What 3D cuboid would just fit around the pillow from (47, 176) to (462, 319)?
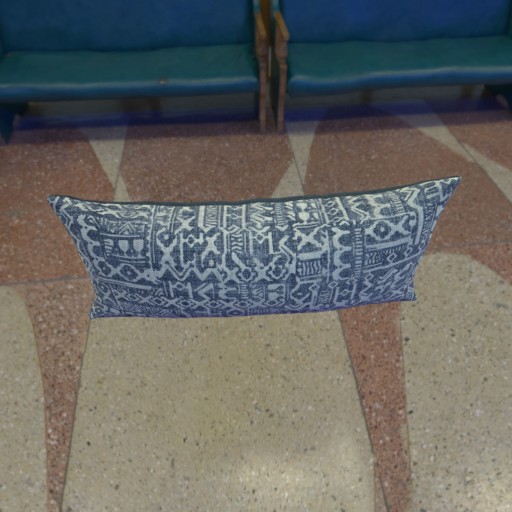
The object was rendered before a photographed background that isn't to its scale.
[{"bbox_3d":[0.000,0.000,0.748,0.631,0.292,0.148,-3,46,-3],"label":"pillow"}]
